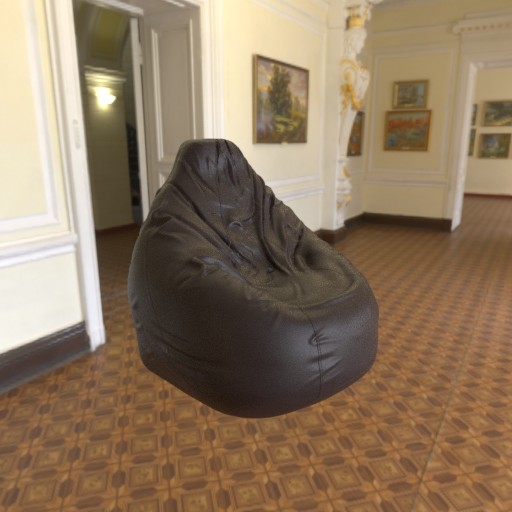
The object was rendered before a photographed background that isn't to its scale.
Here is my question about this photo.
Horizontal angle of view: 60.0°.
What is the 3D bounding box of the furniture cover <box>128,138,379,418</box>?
[{"bbox_3d":[0.000,0.000,1.922,1.070,0.990,1.070,14,20,43],"label":"furniture cover"}]
